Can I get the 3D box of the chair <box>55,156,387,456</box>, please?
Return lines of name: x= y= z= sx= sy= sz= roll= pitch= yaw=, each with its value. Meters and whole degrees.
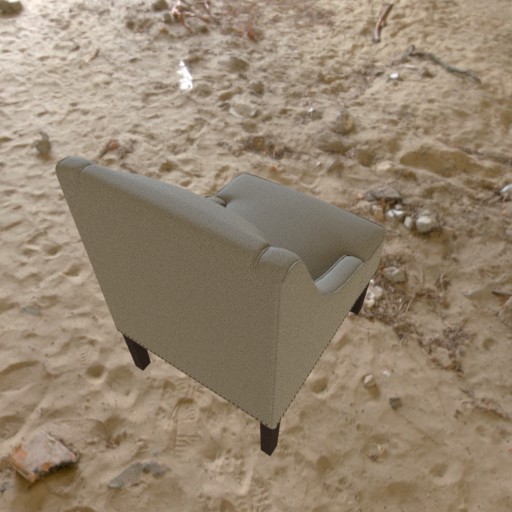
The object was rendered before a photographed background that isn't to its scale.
chair: x=0.000 y=0.000 z=1.374 sx=0.610 sy=0.864 sz=0.737 roll=25 pitch=51 yaw=22
